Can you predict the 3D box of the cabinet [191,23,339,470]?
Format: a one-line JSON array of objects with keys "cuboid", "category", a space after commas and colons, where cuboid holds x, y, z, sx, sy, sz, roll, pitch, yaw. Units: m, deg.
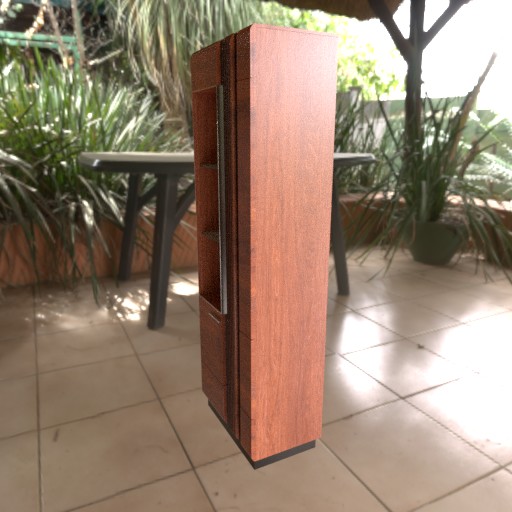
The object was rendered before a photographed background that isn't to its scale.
[{"cuboid": [0.000, 0.000, 2.252, 0.420, 1.980, 0.660, -8, 17, -26], "category": "cabinet"}]
